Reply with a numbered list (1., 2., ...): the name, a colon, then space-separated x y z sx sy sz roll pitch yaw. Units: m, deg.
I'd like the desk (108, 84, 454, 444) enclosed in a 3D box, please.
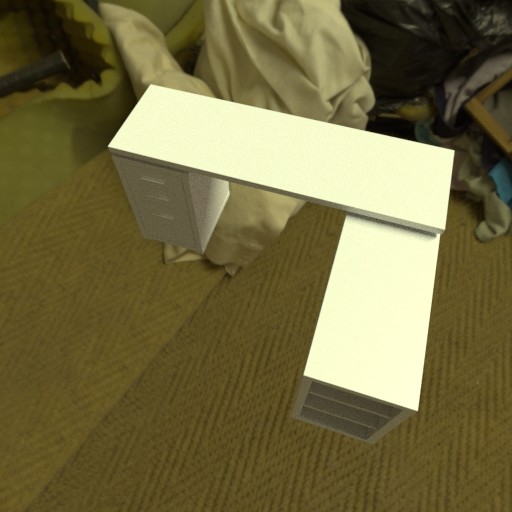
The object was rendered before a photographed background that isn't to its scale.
1. desk: 0.000 0.000 2.174 1.524 0.753 1.200 15 60 9
